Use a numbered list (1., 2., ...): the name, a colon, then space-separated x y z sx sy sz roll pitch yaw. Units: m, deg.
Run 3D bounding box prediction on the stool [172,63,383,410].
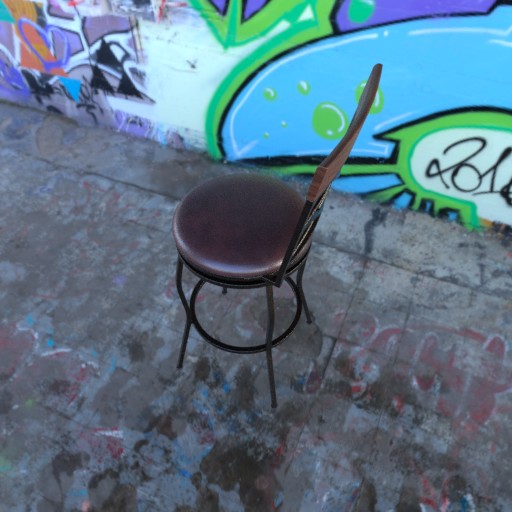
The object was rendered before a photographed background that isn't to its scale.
1. stool: 0.000 0.000 1.408 0.513 1.130 0.448 18 50 15
